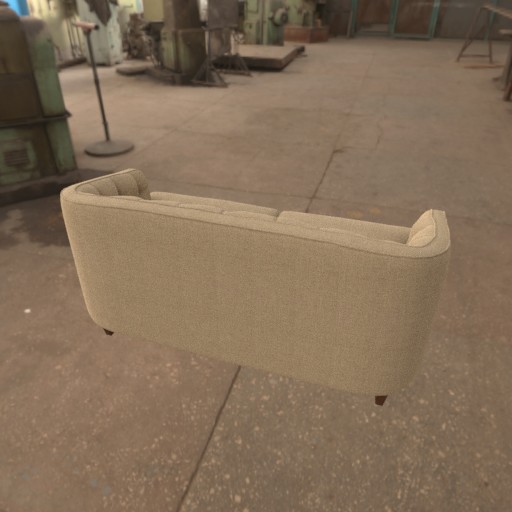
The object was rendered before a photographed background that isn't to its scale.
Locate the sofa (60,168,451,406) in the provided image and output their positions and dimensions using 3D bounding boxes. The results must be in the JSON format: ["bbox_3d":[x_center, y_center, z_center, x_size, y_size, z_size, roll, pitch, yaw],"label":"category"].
[{"bbox_3d":[0.000,0.000,2.251,1.733,0.855,0.941,10,34,16],"label":"sofa"}]
